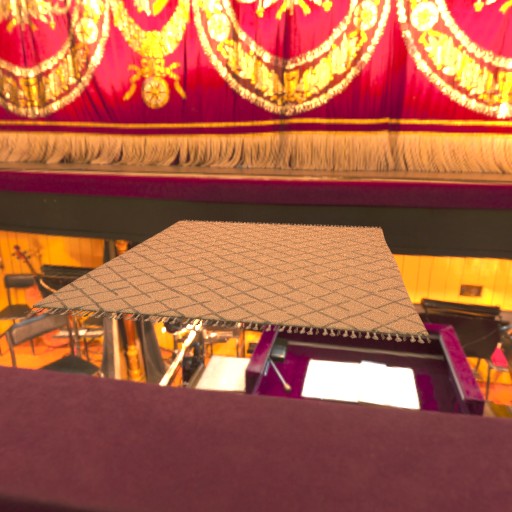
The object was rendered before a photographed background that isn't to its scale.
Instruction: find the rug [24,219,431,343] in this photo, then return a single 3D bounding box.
[{"bbox_3d":[0.000,0.000,4.722,2.892,0.036,3.585,3,16,10],"label":"rug"}]
